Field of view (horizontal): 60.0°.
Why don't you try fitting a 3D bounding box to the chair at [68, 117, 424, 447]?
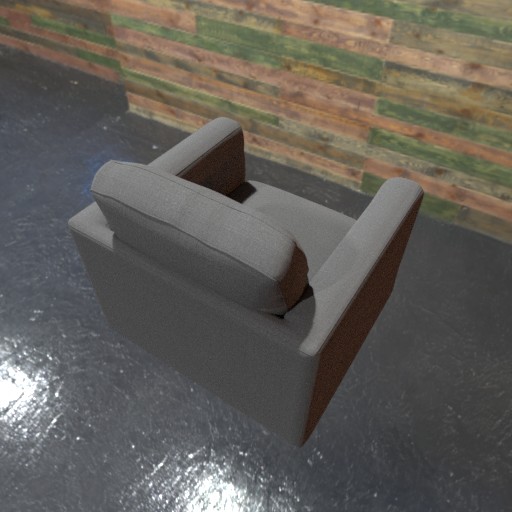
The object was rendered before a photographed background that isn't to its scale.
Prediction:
[{"bbox_3d":[0.000,0.000,1.547,0.854,0.927,0.800,25,51,22],"label":"chair"}]
